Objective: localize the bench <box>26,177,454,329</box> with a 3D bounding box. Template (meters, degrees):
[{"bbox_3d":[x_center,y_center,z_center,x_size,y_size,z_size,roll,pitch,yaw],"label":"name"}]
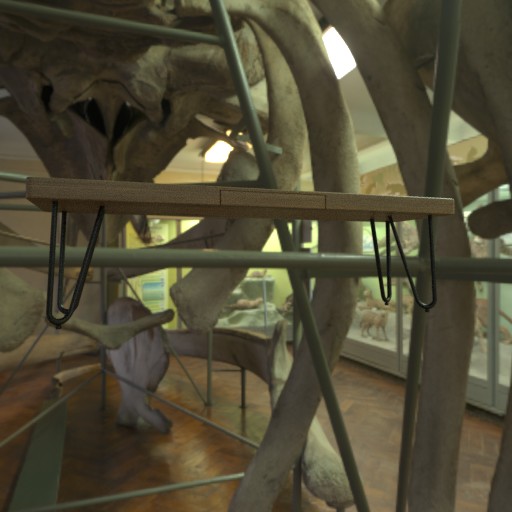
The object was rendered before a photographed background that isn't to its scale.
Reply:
[{"bbox_3d":[0.000,0.000,1.744,1.570,0.462,0.425,0,0,-18],"label":"bench"}]
